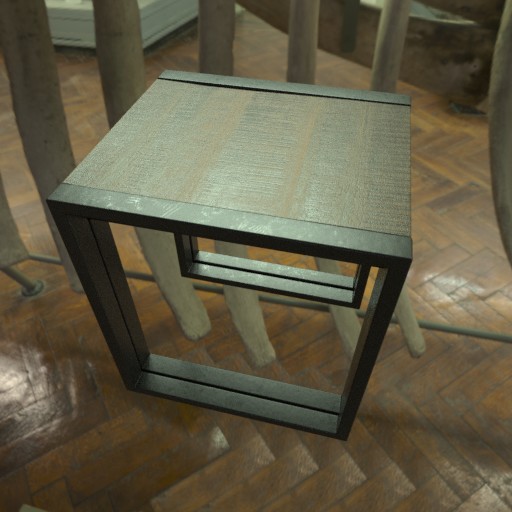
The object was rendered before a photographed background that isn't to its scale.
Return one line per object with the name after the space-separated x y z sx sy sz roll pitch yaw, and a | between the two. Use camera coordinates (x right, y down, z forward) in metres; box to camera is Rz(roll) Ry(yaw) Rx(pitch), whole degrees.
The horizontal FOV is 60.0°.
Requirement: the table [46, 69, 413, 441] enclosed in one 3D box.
0.000 0.000 0.926 0.500 0.550 0.449 10 46 9 | table
